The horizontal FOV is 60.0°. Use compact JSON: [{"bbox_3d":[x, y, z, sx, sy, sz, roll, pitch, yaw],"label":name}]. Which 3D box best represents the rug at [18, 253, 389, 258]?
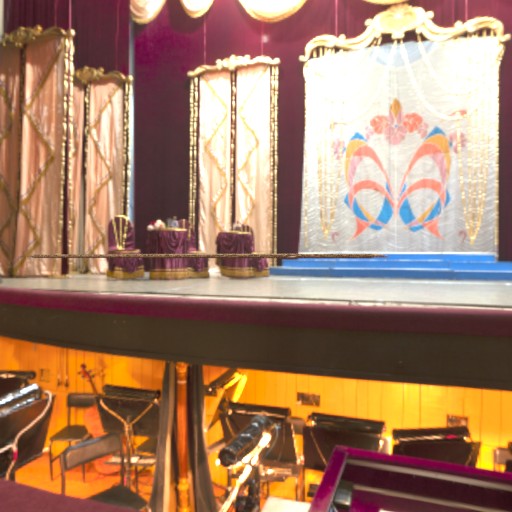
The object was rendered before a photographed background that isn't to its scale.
[{"bbox_3d":[0.000,0.000,3.812,2.125,0.028,3.027,0,0,18],"label":"rug"}]
